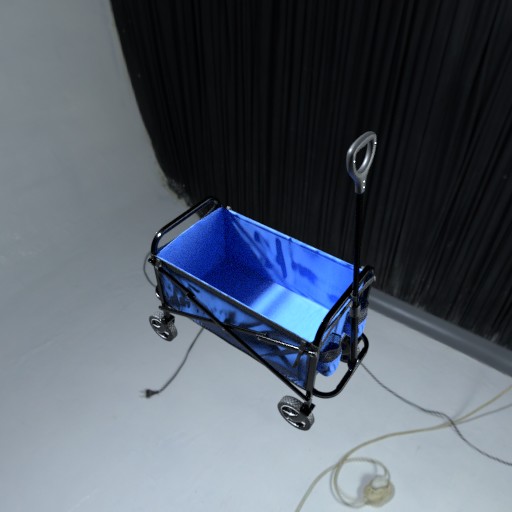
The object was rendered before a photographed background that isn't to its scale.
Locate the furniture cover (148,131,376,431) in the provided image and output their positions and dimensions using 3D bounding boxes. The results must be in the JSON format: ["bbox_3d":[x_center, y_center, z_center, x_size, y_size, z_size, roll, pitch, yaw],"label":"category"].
[{"bbox_3d":[0.000,0.000,1.836,1.038,1.295,0.532,26,48,26],"label":"furniture cover"}]
